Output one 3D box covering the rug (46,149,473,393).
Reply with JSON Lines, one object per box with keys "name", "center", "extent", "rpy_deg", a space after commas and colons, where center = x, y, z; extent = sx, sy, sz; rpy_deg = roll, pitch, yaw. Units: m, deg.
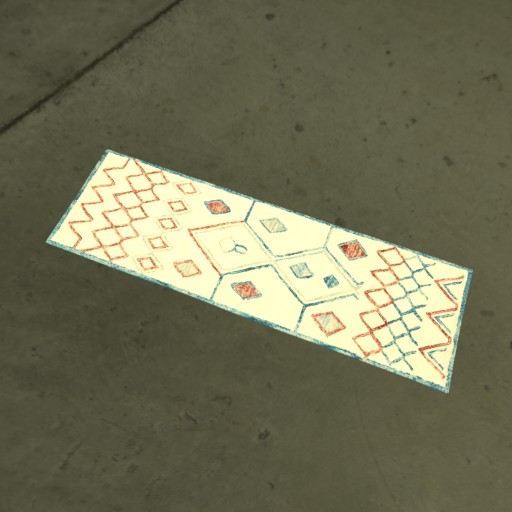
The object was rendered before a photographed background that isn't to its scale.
{"name": "rug", "center": [0.000, 0.000, 2.637], "extent": [2.435, 0.011, 0.750], "rpy_deg": [19, 67, 9]}
